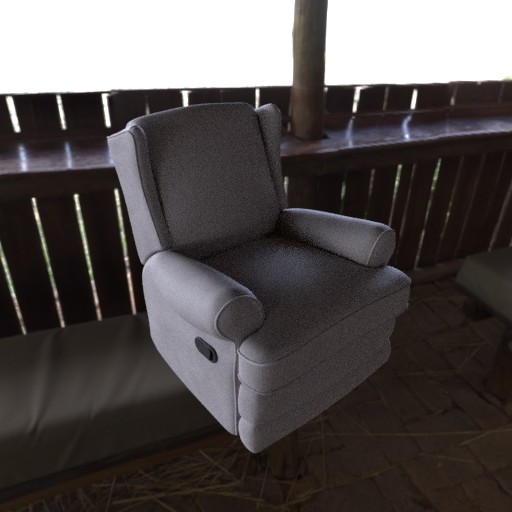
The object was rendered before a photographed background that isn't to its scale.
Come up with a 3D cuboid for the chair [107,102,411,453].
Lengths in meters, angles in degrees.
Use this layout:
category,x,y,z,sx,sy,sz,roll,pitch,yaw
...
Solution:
category,x,y,z,sx,sy,sz,roll,pitch,yaw
chair,0.000,0.000,1.711,0.847,1.011,0.969,-22,36,-34
